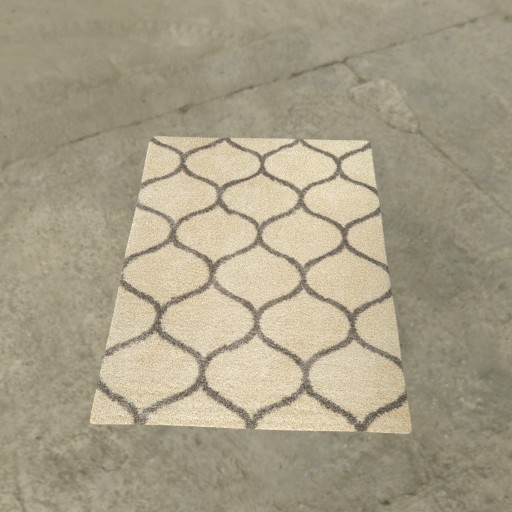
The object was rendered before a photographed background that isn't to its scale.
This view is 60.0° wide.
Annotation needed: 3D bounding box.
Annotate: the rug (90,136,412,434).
[{"bbox_3d":[0.000,0.000,4.059,2.399,0.026,3.000,1,59,1],"label":"rug"}]
